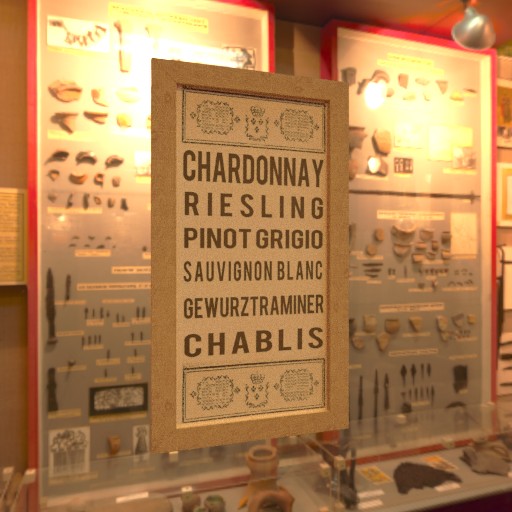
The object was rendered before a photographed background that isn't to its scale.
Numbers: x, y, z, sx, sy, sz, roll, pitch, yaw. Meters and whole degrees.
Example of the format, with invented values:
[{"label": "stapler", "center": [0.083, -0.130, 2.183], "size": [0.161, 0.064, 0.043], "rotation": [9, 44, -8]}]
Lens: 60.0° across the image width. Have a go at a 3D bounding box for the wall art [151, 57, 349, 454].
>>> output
[{"label": "wall art", "center": [0.000, 0.000, 0.825], "size": [0.381, 0.683, 0.013], "rotation": [0, 0, -17]}]
